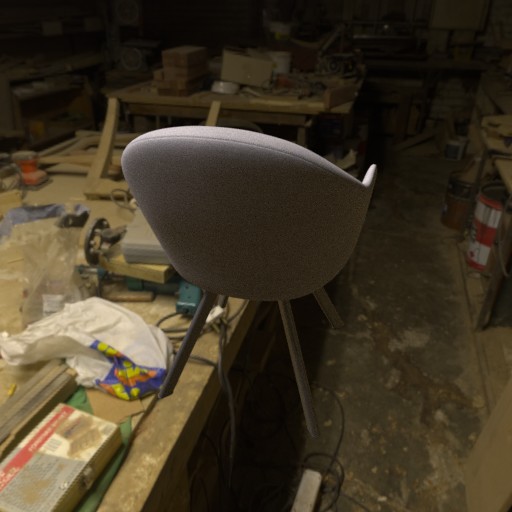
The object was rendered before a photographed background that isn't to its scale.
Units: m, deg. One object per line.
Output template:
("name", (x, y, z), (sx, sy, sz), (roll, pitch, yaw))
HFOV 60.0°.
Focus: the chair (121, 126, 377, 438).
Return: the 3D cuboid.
("chair", (0.000, 0.000, 1.158), (0.540, 0.780, 0.570), (9, 31, 15))
